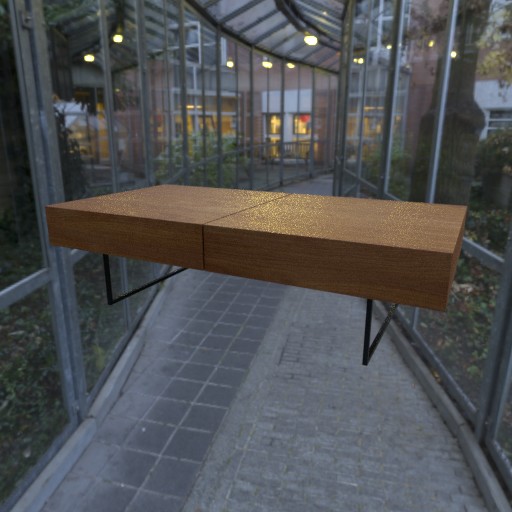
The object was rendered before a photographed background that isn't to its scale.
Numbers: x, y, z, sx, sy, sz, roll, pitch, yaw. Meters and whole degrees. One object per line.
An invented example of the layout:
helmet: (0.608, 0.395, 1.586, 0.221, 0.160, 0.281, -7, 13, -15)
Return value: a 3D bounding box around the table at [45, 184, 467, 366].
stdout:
table: (0.000, 0.000, 1.452, 1.194, 0.330, 0.610, 8, 18, 26)
